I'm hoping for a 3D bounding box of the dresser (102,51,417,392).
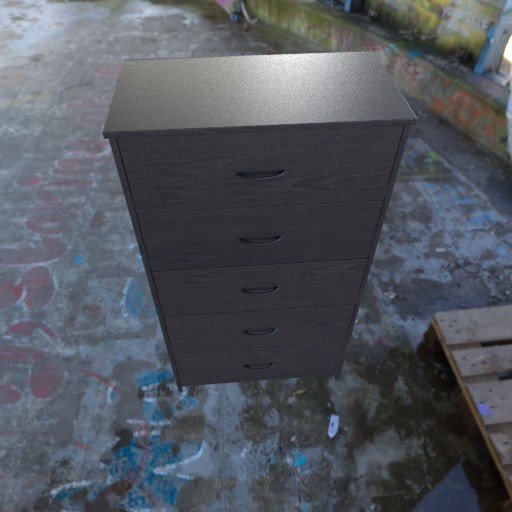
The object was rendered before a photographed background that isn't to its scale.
[{"bbox_3d":[0.000,0.000,1.572,0.704,1.254,0.418,-3,47,-3],"label":"dresser"}]
